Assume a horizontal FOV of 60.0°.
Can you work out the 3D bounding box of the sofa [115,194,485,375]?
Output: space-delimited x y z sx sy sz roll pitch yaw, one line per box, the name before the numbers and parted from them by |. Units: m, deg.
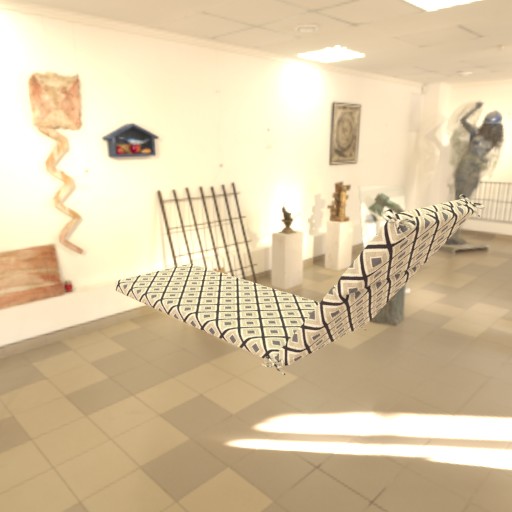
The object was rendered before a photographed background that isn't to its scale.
sofa | 0.000 0.000 1.951 1.663 0.622 0.582 14 20 43
